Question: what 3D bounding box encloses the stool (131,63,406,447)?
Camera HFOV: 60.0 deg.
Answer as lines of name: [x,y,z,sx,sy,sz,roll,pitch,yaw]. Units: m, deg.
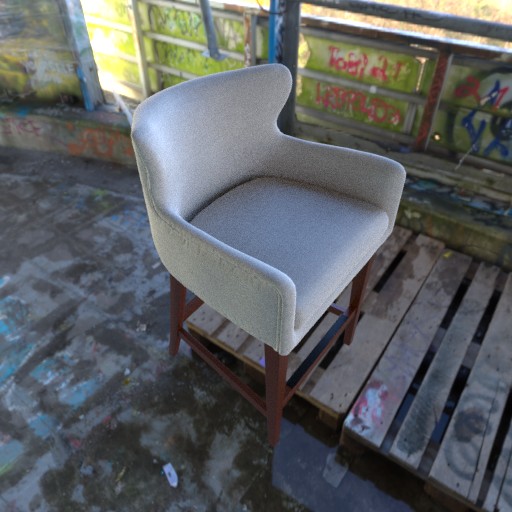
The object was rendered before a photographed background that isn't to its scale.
stool: [0.000,0.000,1.405,0.637,0.987,0.615,27,48,27]
